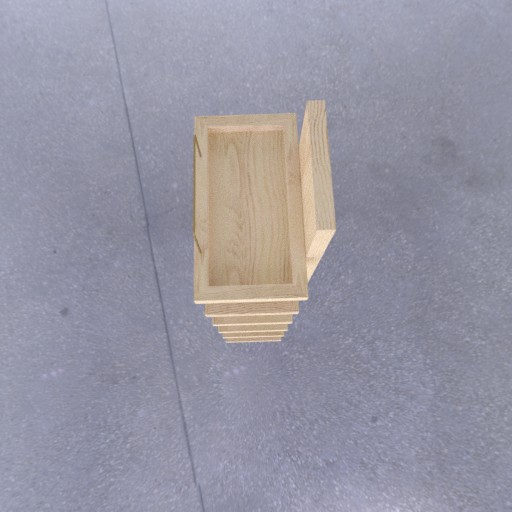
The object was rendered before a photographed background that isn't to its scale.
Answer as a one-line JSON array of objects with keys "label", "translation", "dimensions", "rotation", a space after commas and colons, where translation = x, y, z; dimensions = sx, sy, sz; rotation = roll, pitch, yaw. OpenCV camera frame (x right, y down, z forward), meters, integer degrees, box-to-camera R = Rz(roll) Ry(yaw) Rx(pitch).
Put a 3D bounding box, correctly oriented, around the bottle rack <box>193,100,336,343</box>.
[{"label": "bottle rack", "translation": [0.000, 0.000, 1.067], "dimensions": [0.206, 0.943, 0.330], "rotation": [-2, 74, -1]}]
